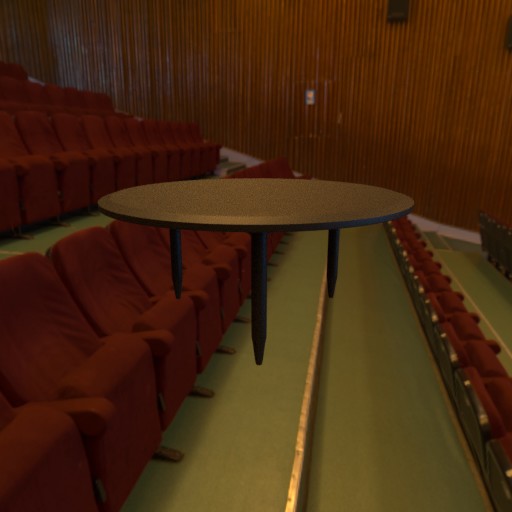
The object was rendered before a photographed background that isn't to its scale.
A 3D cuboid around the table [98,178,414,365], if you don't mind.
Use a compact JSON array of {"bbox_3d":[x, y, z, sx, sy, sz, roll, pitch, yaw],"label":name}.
[{"bbox_3d":[0.000,0.000,1.382,0.900,0.400,0.900,0,15,0],"label":"table"}]
